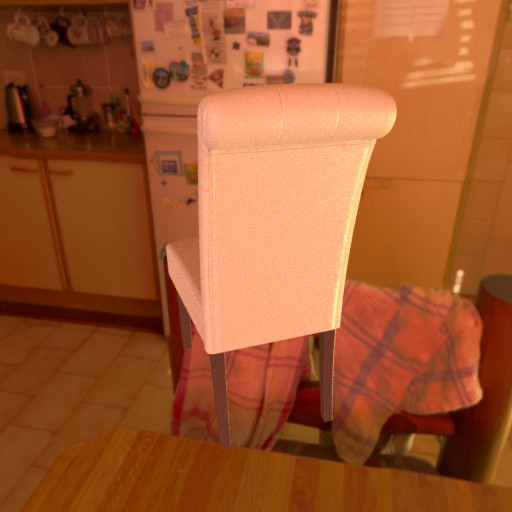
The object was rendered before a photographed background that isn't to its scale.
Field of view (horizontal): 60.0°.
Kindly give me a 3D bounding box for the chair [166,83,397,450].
[{"bbox_3d":[0.000,0.000,1.332,0.456,1.006,0.671,-8,27,-17],"label":"chair"}]
